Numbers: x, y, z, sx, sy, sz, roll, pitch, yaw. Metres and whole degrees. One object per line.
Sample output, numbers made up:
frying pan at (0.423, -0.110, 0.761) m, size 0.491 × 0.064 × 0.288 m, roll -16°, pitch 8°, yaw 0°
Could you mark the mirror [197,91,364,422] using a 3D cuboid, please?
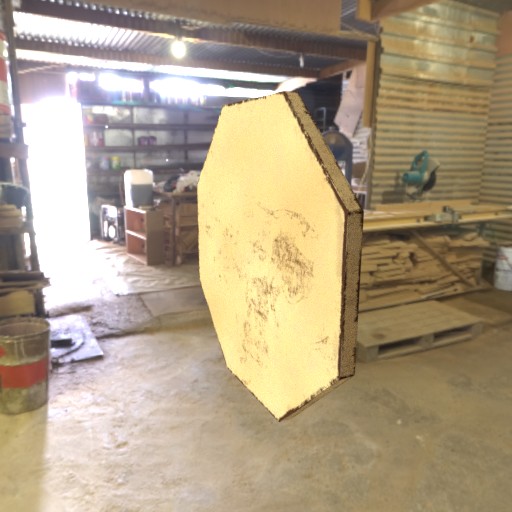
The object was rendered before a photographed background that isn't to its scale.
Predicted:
mirror at (0.000, 0.000, 0.965) m, size 0.031 × 0.648 × 0.648 m, roll -7°, pitch 15°, yaw -26°
